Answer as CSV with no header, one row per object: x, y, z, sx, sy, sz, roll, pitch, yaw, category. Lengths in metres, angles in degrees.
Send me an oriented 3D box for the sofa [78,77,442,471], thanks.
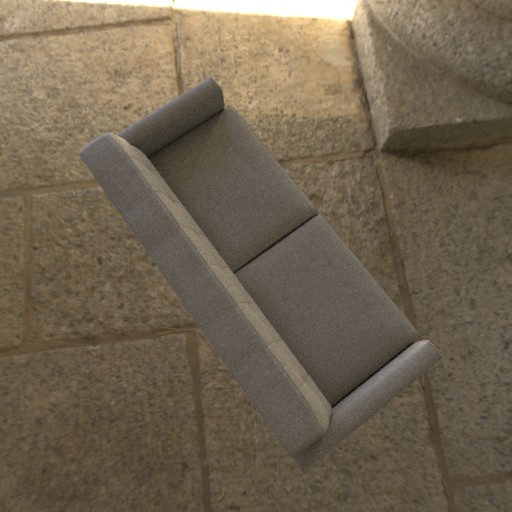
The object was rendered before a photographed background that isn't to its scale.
0.000,0.000,2.540,0.968,0.873,2.055,-35,78,-9,sofa
